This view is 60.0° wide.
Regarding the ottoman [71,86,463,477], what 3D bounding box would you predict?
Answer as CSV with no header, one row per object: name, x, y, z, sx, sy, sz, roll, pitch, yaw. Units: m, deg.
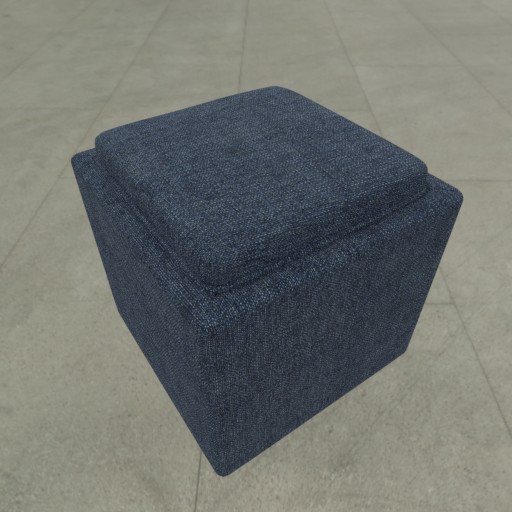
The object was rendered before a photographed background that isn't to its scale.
ottoman,0.000,0.000,0.803,0.450,0.460,0.450,-25,48,-25
